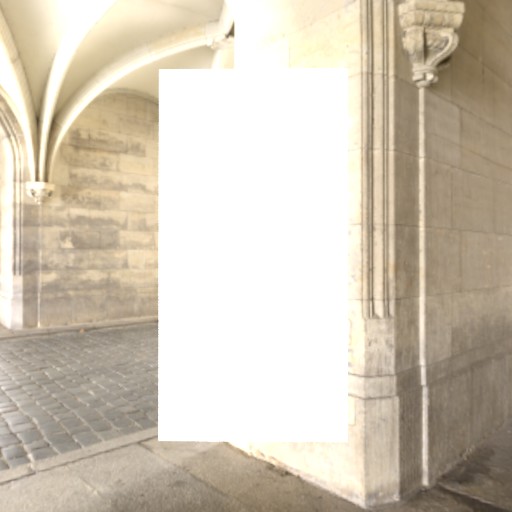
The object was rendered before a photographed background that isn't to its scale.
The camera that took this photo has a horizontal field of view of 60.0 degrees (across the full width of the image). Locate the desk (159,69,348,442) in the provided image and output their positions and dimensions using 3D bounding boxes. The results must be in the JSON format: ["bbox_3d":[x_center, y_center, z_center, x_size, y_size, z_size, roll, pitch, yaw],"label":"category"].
[{"bbox_3d":[0.000,0.000,1.441,0.400,0.790,1.000,0,0,1],"label":"desk"}]
